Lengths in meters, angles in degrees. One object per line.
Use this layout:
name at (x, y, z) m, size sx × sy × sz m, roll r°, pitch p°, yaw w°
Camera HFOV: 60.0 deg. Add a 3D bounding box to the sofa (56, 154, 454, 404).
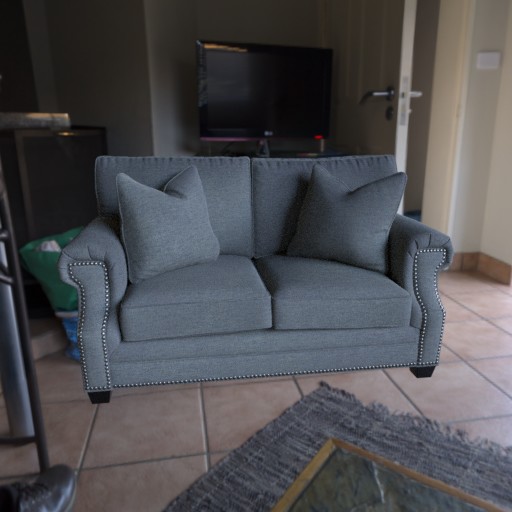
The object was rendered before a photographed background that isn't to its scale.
sofa at (0.000, 0.000, 2.214) m, size 1.701 × 0.966 × 0.966 m, roll -2°, pitch 15°, yaw -8°
